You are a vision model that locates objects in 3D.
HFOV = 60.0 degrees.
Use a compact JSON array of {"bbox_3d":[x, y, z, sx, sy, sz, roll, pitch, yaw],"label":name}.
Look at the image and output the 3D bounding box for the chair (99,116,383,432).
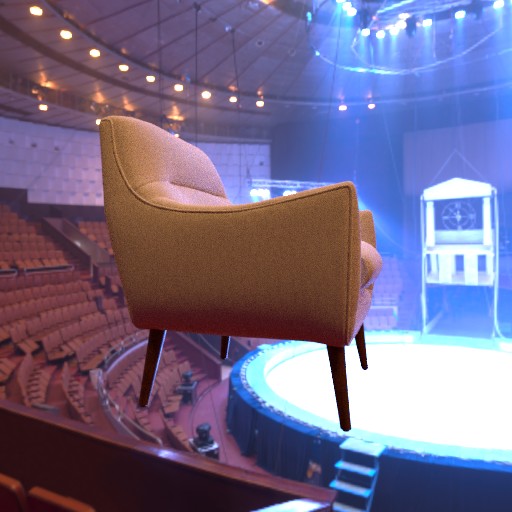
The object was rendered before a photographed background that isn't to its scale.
[{"bbox_3d":[0.000,0.000,1.445,0.787,0.838,0.762,0,0,18],"label":"chair"}]
